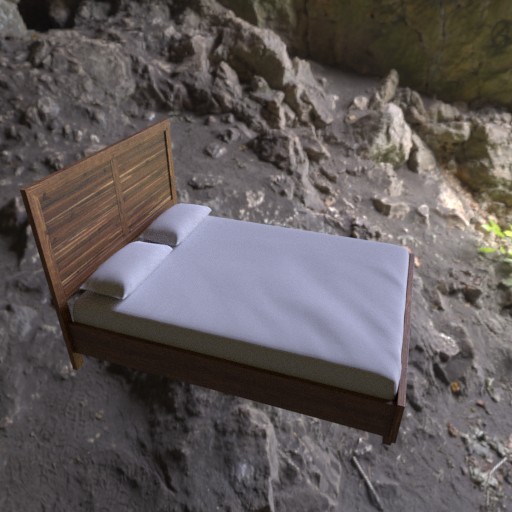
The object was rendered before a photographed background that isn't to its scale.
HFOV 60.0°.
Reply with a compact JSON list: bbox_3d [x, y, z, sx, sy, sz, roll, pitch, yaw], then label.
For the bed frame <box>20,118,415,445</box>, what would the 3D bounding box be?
[{"bbox_3d":[0.000,0.000,3.267,2.276,1.417,1.696,10,33,16],"label":"bed frame"}]
